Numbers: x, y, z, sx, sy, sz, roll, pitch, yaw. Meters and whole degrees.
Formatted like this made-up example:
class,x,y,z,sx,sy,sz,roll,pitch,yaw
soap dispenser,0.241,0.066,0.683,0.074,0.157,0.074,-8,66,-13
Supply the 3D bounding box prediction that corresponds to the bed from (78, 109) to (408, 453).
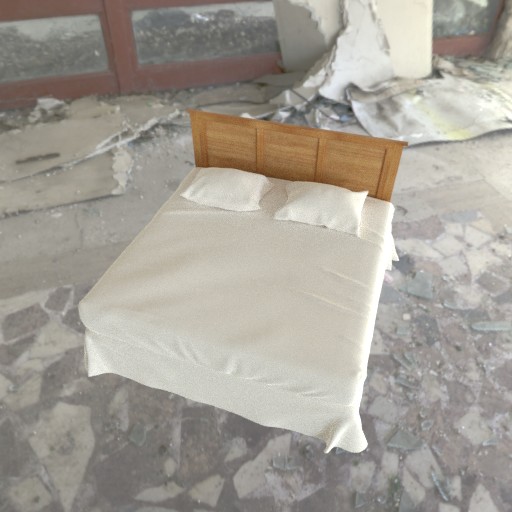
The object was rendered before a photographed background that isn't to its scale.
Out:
class,x,y,z,sx,sy,sz,roll,pitch,yaw
bed,0.000,0.000,3.575,2.317,1.270,2.215,13,44,14
